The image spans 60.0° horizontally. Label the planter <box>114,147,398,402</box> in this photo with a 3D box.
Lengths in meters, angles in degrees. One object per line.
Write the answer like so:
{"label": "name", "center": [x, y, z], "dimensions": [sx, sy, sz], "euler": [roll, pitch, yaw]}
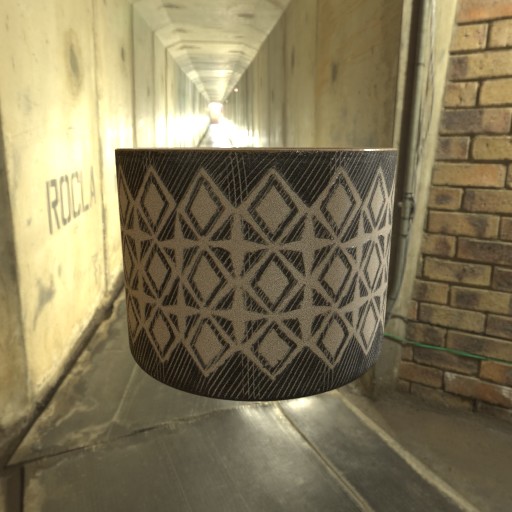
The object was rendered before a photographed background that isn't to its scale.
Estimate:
{"label": "planter", "center": [0.000, 0.000, 0.220], "dimensions": [0.126, 0.104, 0.126], "euler": [0, 14, 0]}
